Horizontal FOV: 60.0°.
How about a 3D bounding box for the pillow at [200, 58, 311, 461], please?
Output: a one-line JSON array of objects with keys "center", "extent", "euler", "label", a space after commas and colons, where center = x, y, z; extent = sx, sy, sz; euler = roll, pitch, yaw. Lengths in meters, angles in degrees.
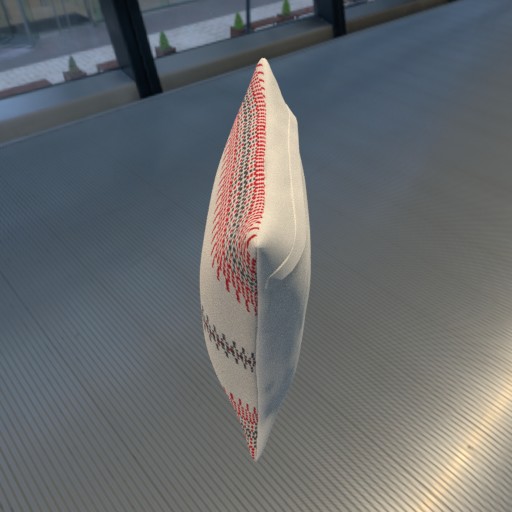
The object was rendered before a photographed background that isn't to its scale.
[{"center": [0.000, 0.000, 0.703], "extent": [0.160, 0.454, 0.463], "euler": [1, 43, 1], "label": "pillow"}]
